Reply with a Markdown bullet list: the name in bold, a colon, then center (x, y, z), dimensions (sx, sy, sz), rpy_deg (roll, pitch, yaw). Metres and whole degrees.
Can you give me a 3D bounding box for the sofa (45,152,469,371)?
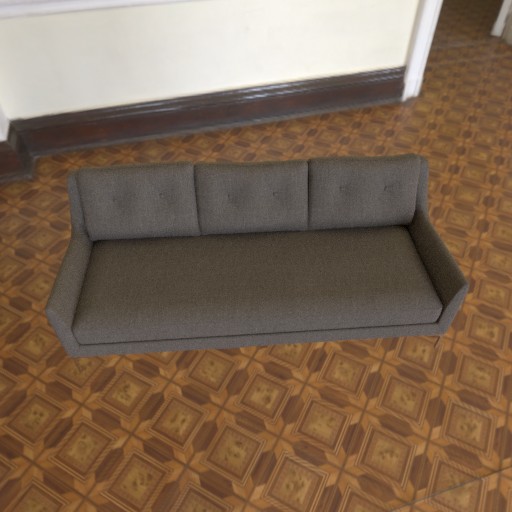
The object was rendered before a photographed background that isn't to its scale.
- **sofa**: center (0.000, 0.000, 2.471), dimensions (2.060, 0.837, 0.849), rpy_deg (-3, 45, -3)
